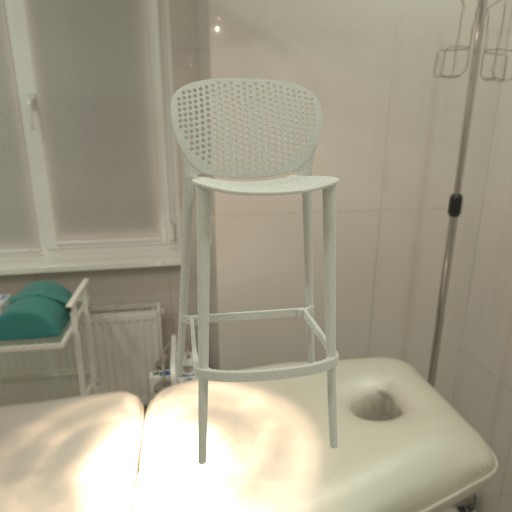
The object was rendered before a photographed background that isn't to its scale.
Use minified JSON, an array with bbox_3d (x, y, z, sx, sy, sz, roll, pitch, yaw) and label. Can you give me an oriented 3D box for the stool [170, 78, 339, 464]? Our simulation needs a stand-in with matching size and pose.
[{"bbox_3d":[0.000,0.000,1.343,0.536,1.045,0.535,-3,17,-9],"label":"stool"}]
